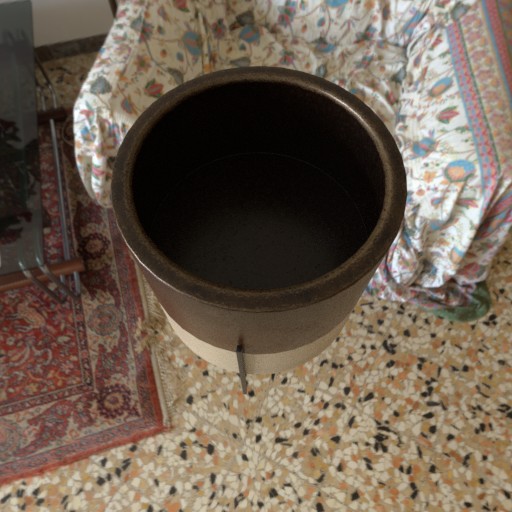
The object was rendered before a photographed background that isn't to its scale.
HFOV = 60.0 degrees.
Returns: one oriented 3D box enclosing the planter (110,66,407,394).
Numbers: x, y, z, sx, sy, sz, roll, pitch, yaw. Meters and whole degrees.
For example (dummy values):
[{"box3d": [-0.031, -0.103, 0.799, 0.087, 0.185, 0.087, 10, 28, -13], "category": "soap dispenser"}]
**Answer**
[{"box3d": [0.000, 0.000, 0.721, 0.354, 0.465, 0.345, 35, 69, 16], "category": "planter"}]
